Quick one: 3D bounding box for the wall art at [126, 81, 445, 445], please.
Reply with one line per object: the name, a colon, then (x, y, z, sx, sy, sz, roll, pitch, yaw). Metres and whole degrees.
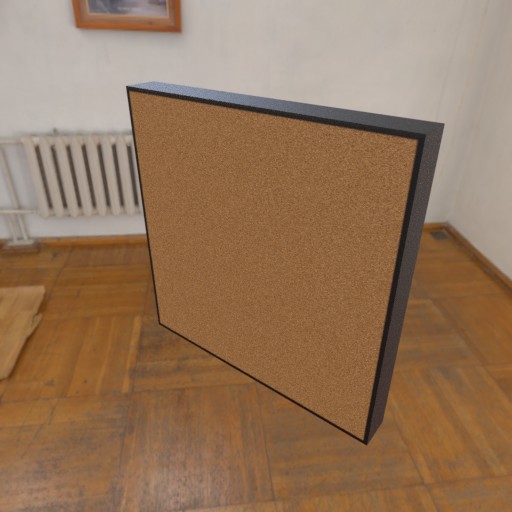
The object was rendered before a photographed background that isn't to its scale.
wall art: (0.000, 0.000, 0.451, 0.304, 0.303, 0.037, 21, 36, 32)
